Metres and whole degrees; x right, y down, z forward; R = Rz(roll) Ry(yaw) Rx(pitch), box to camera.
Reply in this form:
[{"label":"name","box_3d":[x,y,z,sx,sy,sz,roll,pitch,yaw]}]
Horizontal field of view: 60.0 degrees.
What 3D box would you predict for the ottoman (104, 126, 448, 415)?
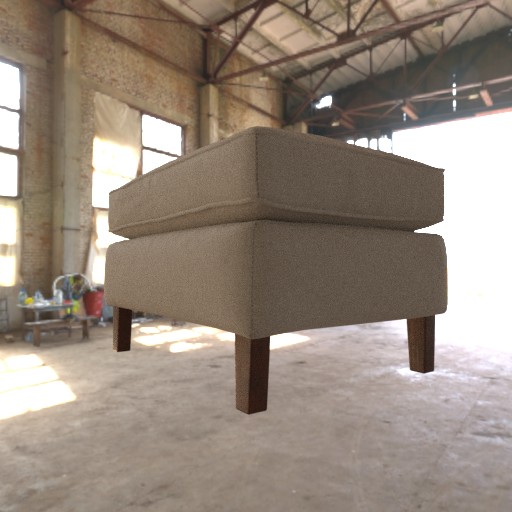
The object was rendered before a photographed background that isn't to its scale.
[{"label":"ottoman","box_3d":[0.000,0.000,0.975,0.501,0.456,0.665,1,-2,-35]}]
